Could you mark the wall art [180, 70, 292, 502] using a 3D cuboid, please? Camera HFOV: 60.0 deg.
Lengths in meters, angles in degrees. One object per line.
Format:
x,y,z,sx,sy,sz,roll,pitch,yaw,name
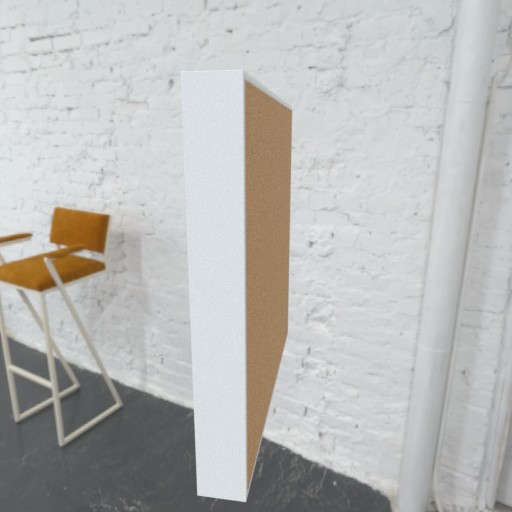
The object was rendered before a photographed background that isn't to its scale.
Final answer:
0.000,0.000,0.445,0.038,0.304,0.305,3,15,10,wall art
